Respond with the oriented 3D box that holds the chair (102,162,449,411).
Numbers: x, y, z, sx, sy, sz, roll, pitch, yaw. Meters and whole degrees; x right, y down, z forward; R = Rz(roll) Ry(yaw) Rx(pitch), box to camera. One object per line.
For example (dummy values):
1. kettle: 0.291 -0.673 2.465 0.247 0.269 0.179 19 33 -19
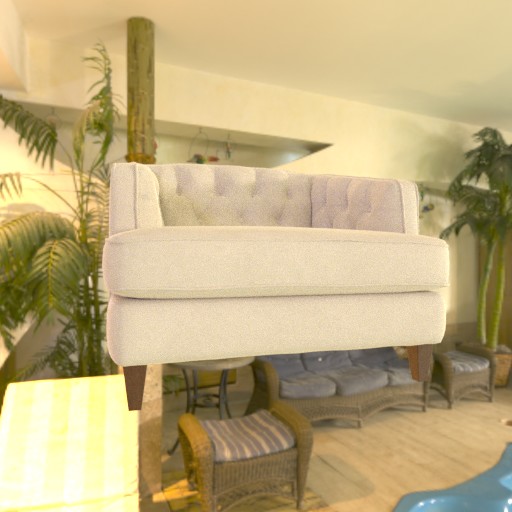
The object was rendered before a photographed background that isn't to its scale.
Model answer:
1. chair: 0.000 0.000 1.713 1.104 0.852 0.941 0 0 -18
